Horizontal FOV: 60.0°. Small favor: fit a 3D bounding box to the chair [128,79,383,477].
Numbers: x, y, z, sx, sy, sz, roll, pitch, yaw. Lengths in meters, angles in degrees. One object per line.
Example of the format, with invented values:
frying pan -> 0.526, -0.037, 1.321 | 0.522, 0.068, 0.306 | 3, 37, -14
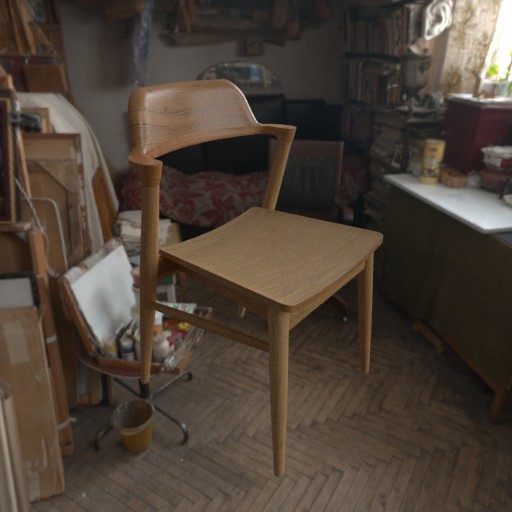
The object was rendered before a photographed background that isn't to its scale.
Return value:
chair -> 0.000, 0.000, 1.116 | 0.499, 0.792, 0.512 | 20, 33, 34
